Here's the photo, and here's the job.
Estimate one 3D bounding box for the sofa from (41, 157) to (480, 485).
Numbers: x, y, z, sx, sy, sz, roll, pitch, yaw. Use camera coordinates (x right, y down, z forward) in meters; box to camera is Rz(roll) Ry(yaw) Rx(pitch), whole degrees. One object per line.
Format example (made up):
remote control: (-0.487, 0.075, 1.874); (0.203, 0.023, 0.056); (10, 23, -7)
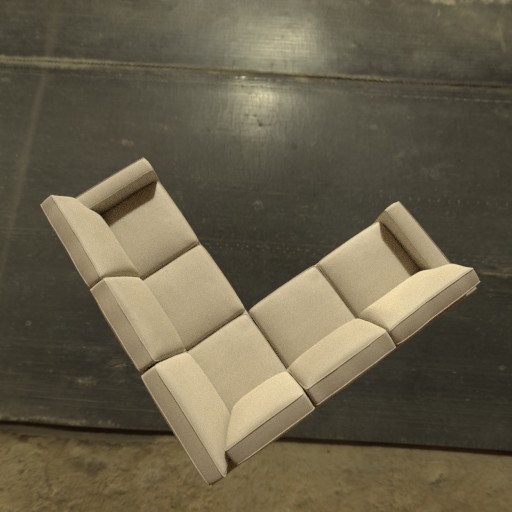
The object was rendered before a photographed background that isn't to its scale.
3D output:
sofa: (0.000, 0.000, 3.307); (2.182, 0.939, 2.189); (-34, 79, -8)
